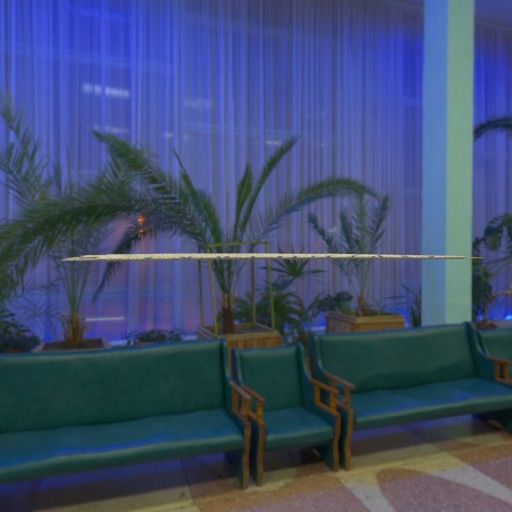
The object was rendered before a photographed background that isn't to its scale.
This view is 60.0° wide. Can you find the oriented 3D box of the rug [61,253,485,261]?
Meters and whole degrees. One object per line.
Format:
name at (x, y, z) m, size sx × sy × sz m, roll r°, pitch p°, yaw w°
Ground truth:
rug at (0.000, 0.000, 4.268) m, size 3.213 × 0.030 × 2.388 m, roll 0°, pitch 1°, yaw -17°
